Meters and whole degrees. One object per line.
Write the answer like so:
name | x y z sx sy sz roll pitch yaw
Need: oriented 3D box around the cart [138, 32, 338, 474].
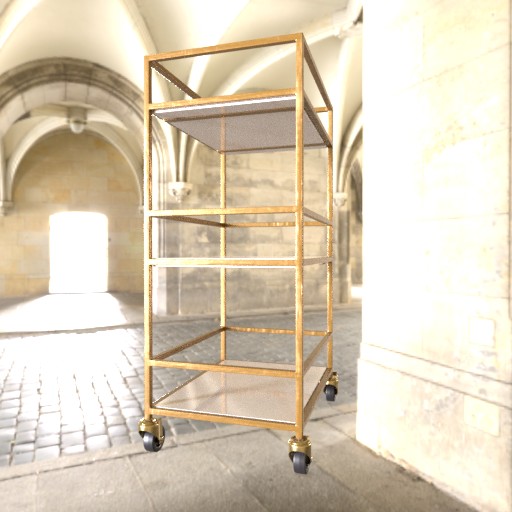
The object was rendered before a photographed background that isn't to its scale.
cart | 0.000 0.000 1.014 0.332 0.761 0.483 0 1 17
